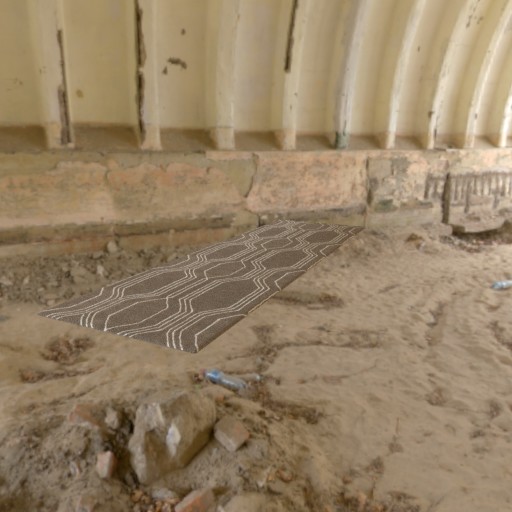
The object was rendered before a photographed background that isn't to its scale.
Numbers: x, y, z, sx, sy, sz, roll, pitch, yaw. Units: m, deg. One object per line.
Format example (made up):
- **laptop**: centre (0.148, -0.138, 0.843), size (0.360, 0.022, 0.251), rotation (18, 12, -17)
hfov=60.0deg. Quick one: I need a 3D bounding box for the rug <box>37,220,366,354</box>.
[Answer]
- **rug**: centre (0.000, 0.000, 2.700), size (0.773, 0.012, 2.464), rotation (7, 16, 25)
